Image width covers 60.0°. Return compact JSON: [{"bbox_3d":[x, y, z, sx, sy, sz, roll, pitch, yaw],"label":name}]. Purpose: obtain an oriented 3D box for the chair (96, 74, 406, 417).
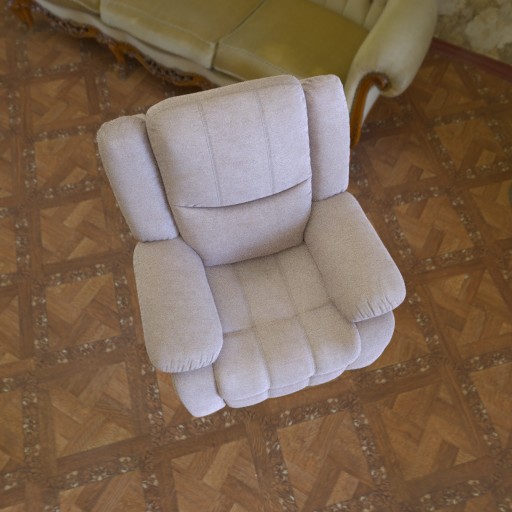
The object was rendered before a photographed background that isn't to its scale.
[{"bbox_3d":[0.000,0.000,1.694,0.899,1.008,0.944,-15,65,-7],"label":"chair"}]
